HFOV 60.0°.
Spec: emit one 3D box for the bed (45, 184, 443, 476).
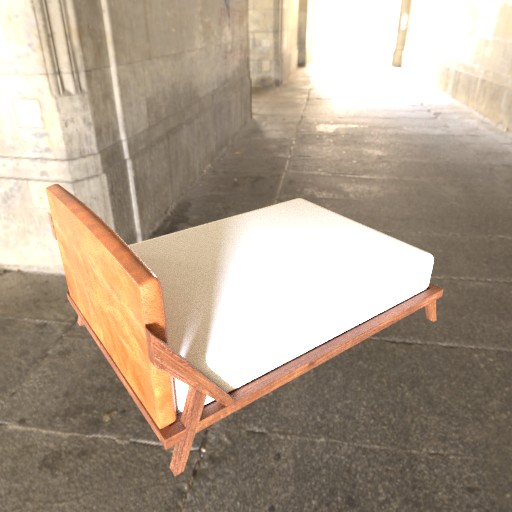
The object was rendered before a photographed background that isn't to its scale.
[{"bbox_3d":[0.000,0.000,3.199,2.311,1.168,1.651,-19,33,-32],"label":"bed"}]
